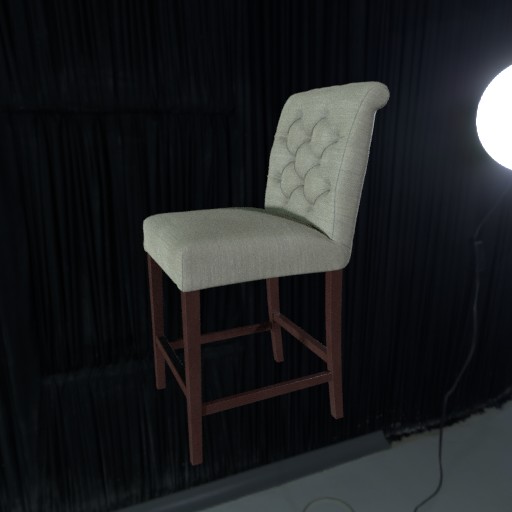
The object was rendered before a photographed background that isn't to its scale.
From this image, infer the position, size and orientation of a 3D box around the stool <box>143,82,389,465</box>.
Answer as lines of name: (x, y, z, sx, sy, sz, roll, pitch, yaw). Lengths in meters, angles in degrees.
stool: (0.000, 0.000, 1.481, 0.660, 1.084, 0.486, -7, 17, -24)
